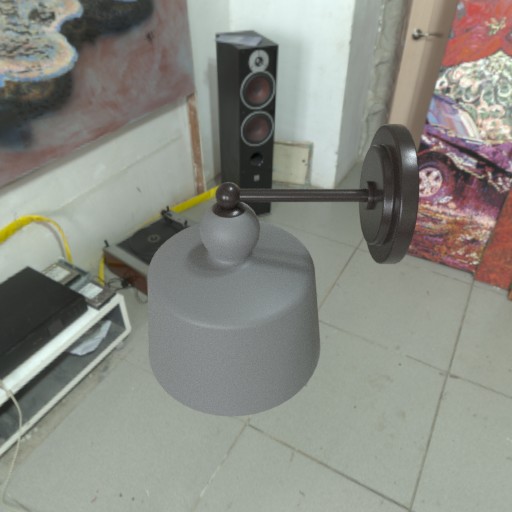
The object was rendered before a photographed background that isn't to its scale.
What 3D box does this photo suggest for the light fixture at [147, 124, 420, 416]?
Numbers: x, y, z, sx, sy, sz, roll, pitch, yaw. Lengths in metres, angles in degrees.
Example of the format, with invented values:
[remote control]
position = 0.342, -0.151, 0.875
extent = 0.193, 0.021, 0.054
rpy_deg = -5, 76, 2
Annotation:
[light fixture]
position = 0.000, 0.000, 0.451
extent = 0.254, 0.268, 0.204
rpy_deg = 0, 39, 0
